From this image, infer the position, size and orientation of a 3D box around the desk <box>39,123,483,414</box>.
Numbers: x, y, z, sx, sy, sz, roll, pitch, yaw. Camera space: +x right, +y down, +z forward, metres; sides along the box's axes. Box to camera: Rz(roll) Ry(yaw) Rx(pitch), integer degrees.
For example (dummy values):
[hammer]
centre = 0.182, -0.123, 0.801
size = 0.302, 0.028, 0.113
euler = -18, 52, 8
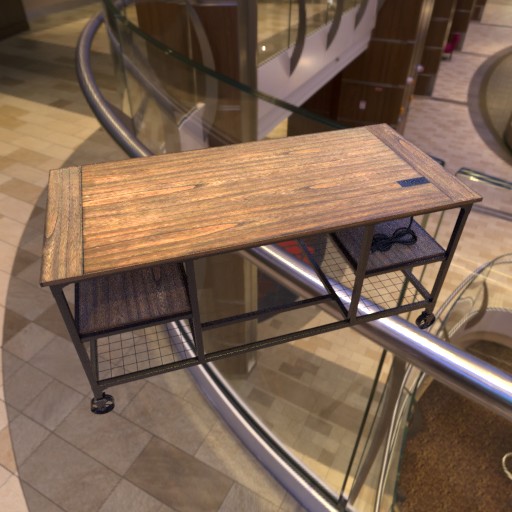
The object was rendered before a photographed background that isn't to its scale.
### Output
[desk]
centre = 0.000, 0.000, 1.980
size = 1.590, 0.751, 0.711
euler = -11, 41, -13
